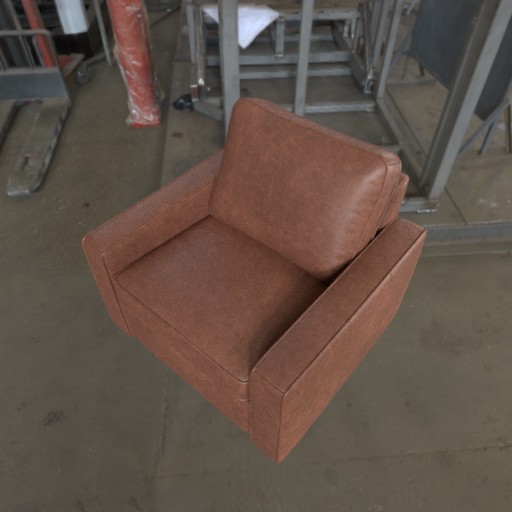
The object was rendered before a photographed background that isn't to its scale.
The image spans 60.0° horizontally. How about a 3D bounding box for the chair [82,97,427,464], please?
[{"bbox_3d":[0.000,0.000,1.779,1.017,0.919,0.940,32,54,26],"label":"chair"}]
